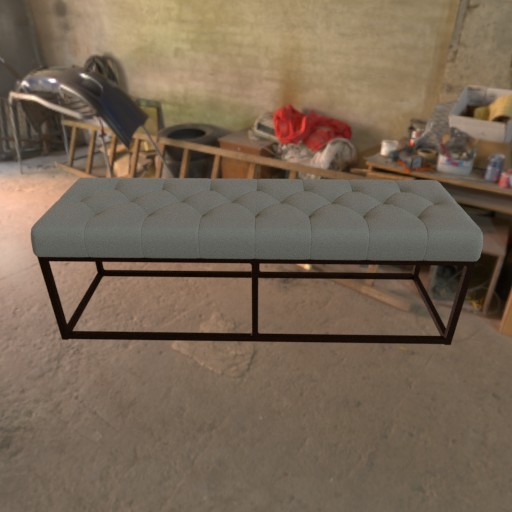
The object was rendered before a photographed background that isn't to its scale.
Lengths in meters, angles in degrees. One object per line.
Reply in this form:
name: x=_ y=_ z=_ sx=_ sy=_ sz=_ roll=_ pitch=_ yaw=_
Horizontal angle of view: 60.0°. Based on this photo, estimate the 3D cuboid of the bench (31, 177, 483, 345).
bench: x=0.000 y=0.000 z=1.729 sx=1.488 sy=0.488 sz=0.479 roll=1 pitch=31 yaw=1
